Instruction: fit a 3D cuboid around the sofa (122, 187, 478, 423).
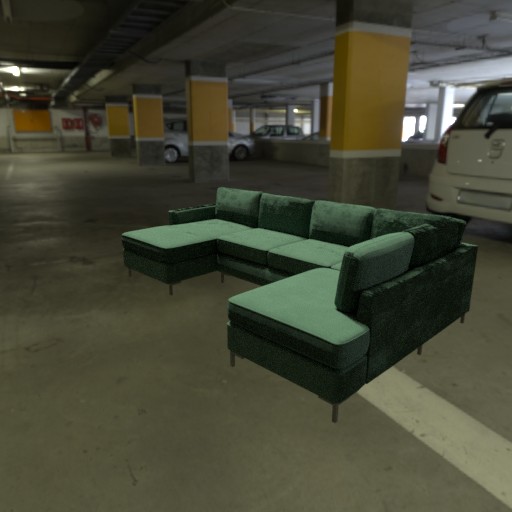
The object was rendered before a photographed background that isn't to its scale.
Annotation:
[{"bbox_3d":[0.000,0.000,4.337,2.055,0.992,3.434,-15,22,-42],"label":"sofa"}]
